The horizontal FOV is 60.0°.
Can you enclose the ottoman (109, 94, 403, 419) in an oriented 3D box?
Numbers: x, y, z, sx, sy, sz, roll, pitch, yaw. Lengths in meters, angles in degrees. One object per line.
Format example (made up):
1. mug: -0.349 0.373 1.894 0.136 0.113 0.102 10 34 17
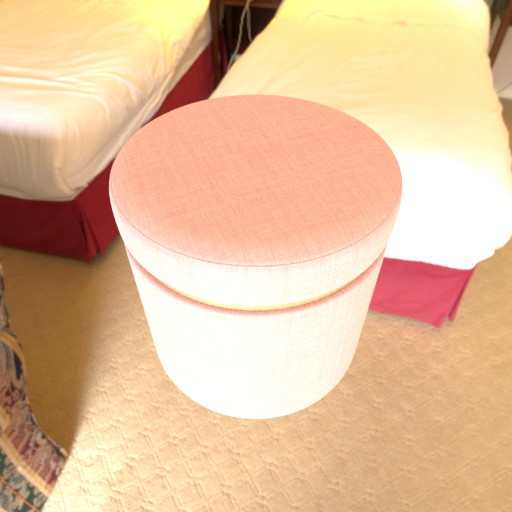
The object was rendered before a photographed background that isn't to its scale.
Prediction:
1. ottoman: 0.000 0.000 0.743 0.400 0.406 0.400 0 46 0
